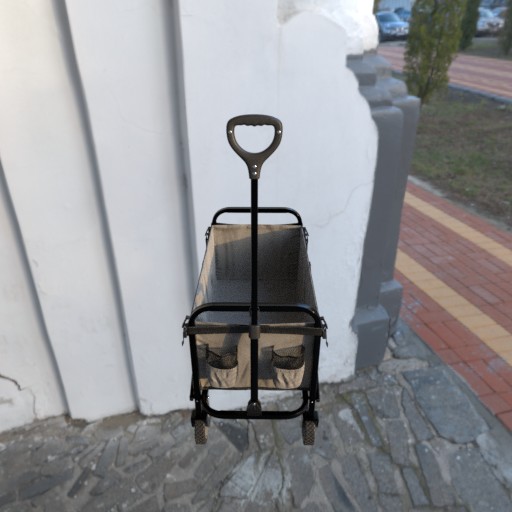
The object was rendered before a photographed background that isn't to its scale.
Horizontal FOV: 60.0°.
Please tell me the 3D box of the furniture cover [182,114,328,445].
[{"bbox_3d":[0.000,0.000,1.844,0.532,1.295,1.038,0,29,1],"label":"furniture cover"}]
